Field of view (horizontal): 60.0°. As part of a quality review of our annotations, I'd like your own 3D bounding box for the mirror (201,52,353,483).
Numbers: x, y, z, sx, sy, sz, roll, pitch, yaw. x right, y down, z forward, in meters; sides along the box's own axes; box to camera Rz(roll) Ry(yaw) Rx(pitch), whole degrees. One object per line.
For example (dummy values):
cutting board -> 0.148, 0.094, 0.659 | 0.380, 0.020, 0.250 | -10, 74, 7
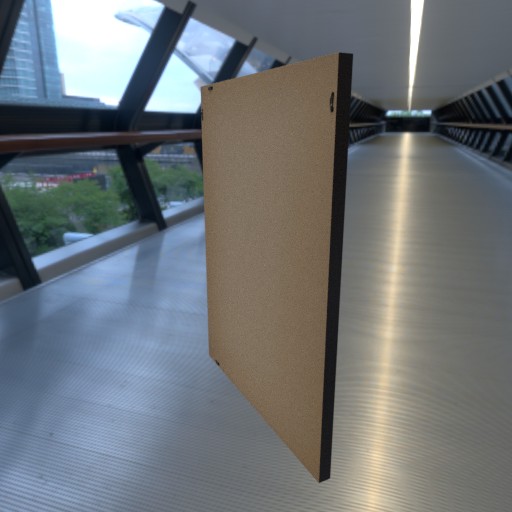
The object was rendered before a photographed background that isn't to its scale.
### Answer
mirror -> 0.000, 0.000, 1.331 | 0.041, 1.016, 0.762 | -8, 17, -26
